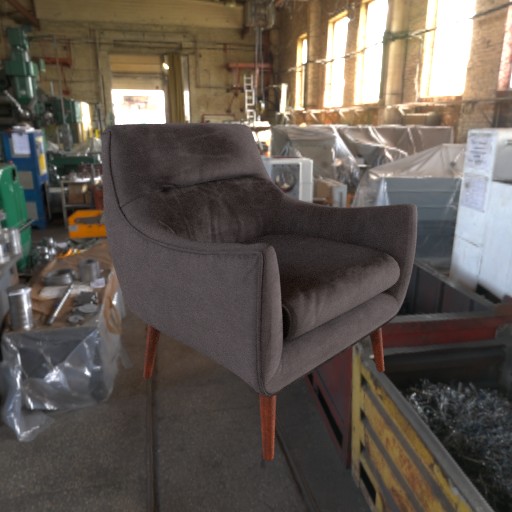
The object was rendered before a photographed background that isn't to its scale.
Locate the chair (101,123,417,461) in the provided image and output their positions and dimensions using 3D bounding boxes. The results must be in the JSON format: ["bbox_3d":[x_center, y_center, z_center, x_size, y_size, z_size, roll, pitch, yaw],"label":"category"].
[{"bbox_3d":[0.000,0.000,1.456,0.787,0.838,0.762,15,22,41],"label":"chair"}]
